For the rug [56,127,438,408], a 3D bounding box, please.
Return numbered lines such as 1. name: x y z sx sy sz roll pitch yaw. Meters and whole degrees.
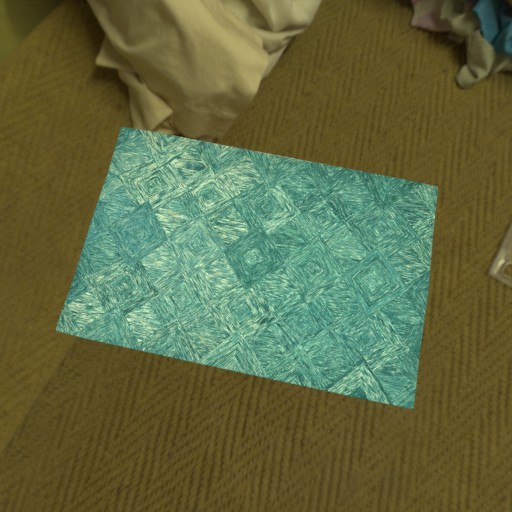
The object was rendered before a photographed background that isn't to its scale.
1. rug: 0.000 0.000 2.220 1.728 0.017 1.136 11 75 3
